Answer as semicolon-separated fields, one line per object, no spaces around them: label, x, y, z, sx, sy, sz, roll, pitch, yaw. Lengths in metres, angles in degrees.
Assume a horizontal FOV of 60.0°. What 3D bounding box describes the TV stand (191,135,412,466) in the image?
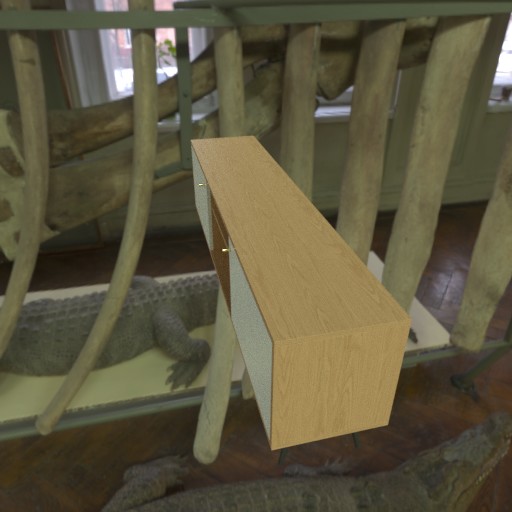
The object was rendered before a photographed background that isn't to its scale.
TV stand;0.000;0.000;1.989;0.400;0.580;1.760;-7;31;-12
